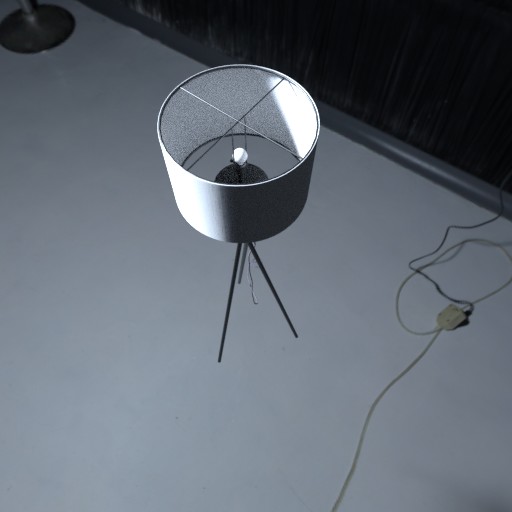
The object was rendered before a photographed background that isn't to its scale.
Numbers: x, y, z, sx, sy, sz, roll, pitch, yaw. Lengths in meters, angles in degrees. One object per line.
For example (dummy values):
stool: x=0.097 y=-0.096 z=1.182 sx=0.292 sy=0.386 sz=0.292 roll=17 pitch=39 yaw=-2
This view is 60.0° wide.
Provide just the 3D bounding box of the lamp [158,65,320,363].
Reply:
lamp: x=0.000 y=0.000 z=1.905 sx=0.522 sy=1.624 sz=0.667 roll=34 pitch=68 yaw=16
